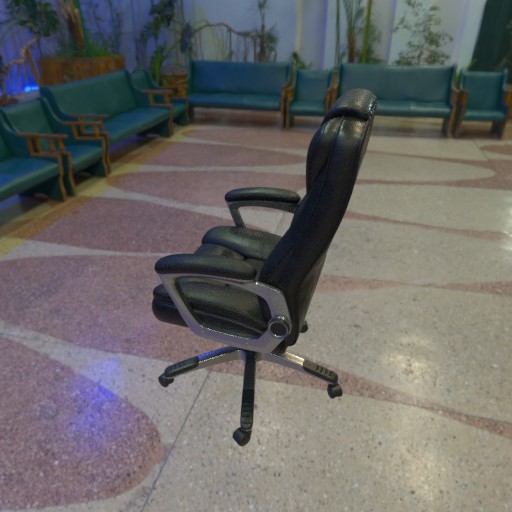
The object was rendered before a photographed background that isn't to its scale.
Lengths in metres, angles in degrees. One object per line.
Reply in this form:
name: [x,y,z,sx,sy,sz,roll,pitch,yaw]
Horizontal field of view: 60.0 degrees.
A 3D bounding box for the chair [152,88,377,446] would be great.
chair: [0.000,0.000,1.508,0.689,1.075,0.697,9,30,15]
